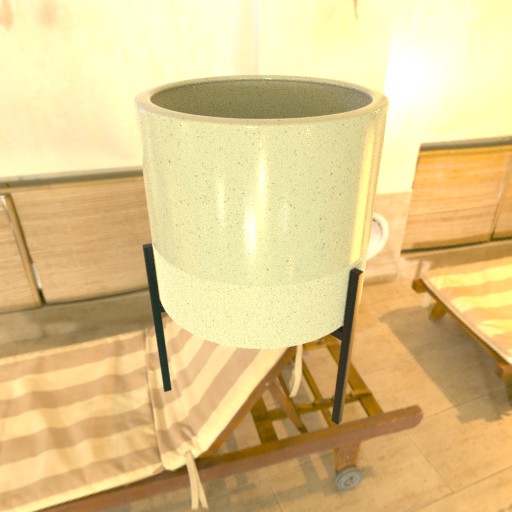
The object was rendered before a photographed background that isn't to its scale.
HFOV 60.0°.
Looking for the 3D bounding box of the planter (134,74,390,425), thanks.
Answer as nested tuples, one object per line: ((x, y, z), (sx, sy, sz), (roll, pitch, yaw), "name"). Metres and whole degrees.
((0.000, 0.000, 0.328), (0.159, 0.230, 0.152), (-8, 31, -14), "planter")
